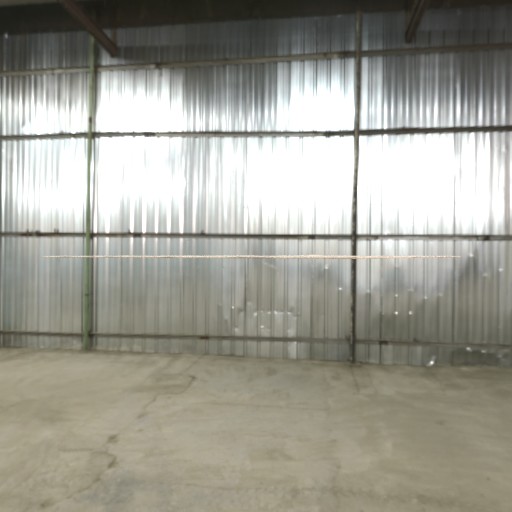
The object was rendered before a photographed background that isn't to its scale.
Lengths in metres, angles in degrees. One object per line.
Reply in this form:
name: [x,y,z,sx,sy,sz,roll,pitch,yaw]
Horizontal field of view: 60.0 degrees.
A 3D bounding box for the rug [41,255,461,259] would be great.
rug: [0.000,0.000,4.106,3.061,0.022,2.468,0,0,36]
